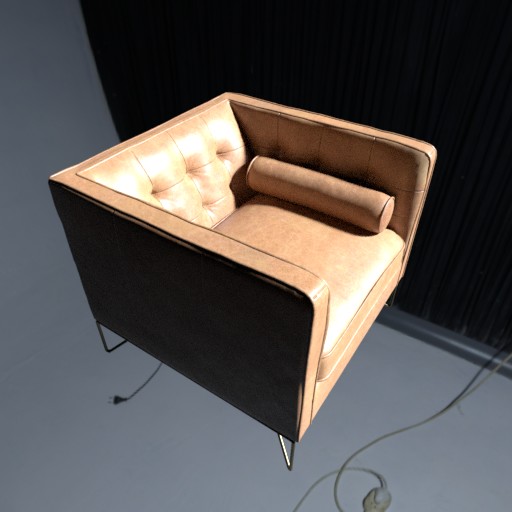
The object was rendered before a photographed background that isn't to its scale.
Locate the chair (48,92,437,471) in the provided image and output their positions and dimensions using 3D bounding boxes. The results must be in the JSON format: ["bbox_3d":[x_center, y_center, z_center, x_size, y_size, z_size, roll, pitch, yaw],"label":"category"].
[{"bbox_3d":[0.000,0.000,1.640,0.912,0.797,0.920,23,45,26],"label":"chair"}]
